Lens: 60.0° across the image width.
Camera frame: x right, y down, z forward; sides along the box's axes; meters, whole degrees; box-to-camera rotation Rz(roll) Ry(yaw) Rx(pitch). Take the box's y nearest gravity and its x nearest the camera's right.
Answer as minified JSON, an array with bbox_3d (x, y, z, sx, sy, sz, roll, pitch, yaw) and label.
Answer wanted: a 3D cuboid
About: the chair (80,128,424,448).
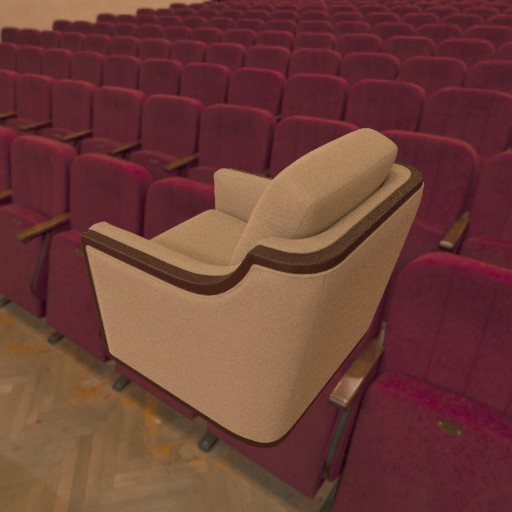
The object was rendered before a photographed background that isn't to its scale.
[{"bbox_3d":[0.000,0.000,1.665,0.950,0.930,0.870,21,37,30],"label":"chair"}]
